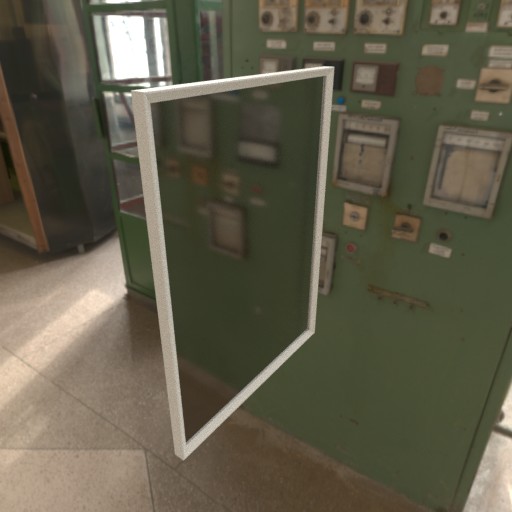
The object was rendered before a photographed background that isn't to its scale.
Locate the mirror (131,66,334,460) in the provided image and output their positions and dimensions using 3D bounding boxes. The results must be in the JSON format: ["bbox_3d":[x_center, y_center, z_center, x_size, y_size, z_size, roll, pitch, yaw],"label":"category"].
[{"bbox_3d":[0.000,0.000,1.344,0.041,1.016,0.762,19,33,32],"label":"mirror"}]
